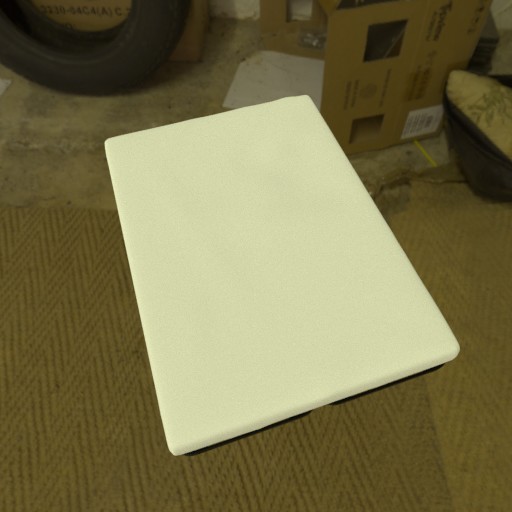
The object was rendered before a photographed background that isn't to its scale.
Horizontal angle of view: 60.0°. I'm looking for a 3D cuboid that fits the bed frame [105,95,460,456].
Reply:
[{"bbox_3d":[0.000,0.000,2.598,1.372,0.637,1.905,-16,59,-10],"label":"bed frame"}]
